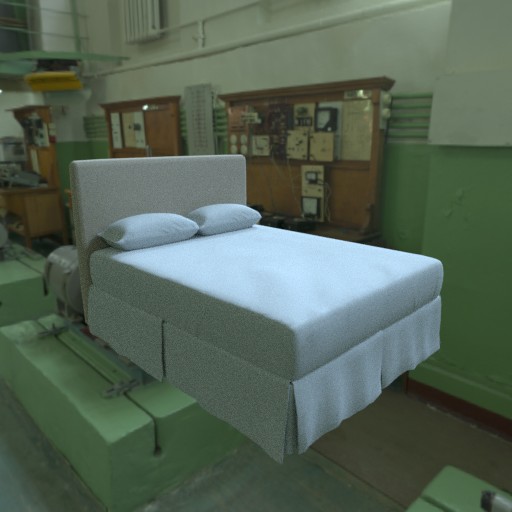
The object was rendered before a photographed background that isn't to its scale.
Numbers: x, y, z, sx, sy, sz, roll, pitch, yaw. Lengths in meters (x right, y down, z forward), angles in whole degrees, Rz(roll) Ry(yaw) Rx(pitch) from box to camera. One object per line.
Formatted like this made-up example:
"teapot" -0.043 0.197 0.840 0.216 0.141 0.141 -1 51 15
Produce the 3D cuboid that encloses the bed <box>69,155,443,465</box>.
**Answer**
"bed" 0.000 0.000 3.163 2.142 1.330 1.748 14 20 43
